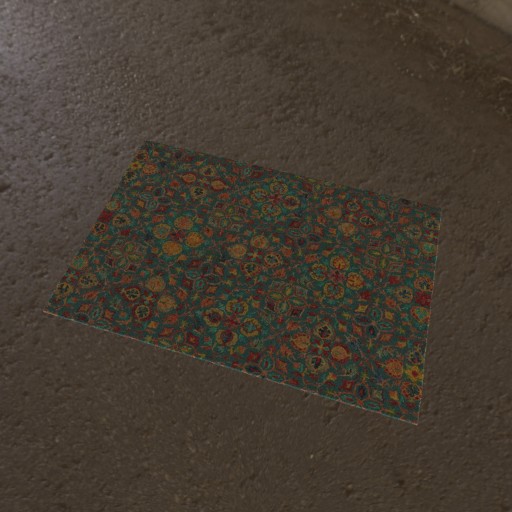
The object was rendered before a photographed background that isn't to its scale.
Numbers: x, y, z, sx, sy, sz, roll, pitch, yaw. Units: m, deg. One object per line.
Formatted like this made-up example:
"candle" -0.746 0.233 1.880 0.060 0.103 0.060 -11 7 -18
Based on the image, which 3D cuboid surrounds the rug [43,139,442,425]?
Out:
"rug" 0.000 0.000 2.933 2.290 0.016 1.527 15 60 9
